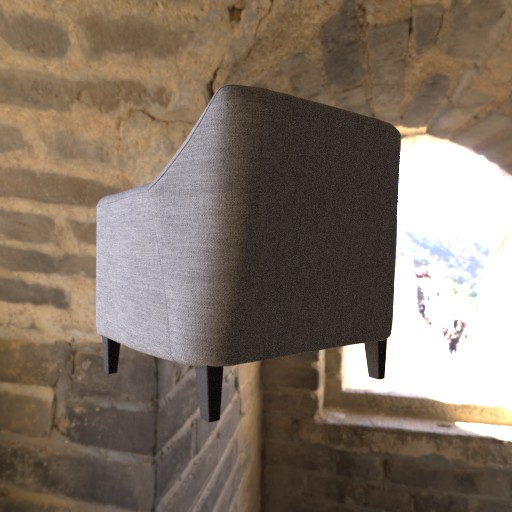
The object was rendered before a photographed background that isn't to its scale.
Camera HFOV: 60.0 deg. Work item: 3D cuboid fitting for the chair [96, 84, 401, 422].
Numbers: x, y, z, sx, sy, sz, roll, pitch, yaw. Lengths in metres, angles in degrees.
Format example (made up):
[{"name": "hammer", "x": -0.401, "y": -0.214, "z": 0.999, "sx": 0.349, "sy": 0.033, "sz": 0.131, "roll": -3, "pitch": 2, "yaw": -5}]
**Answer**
[{"name": "chair", "x": 0.000, "y": 0.000, "z": 1.399, "sx": 0.796, "sy": 0.761, "sz": 0.758, "roll": 0, "pitch": 0, "yaw": -36}]
